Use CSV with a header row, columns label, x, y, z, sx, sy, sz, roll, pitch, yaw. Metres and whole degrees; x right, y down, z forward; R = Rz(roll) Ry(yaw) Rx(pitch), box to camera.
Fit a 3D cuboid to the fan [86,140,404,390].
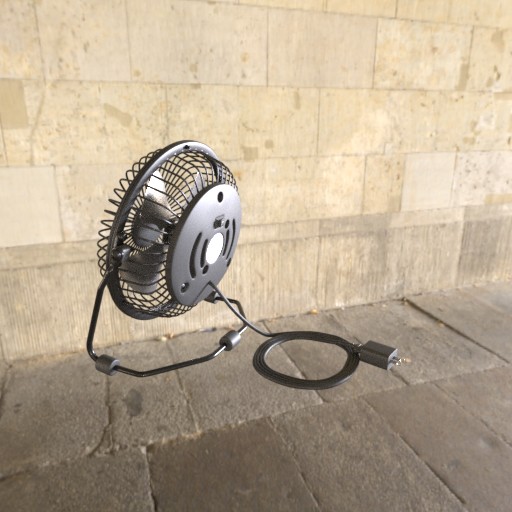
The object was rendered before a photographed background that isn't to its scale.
label,x,y,z,sx,sy,sz,roll,pitch,yaw
fan,0.000,0.000,0.305,0.202,0.152,0.153,8,19,25
